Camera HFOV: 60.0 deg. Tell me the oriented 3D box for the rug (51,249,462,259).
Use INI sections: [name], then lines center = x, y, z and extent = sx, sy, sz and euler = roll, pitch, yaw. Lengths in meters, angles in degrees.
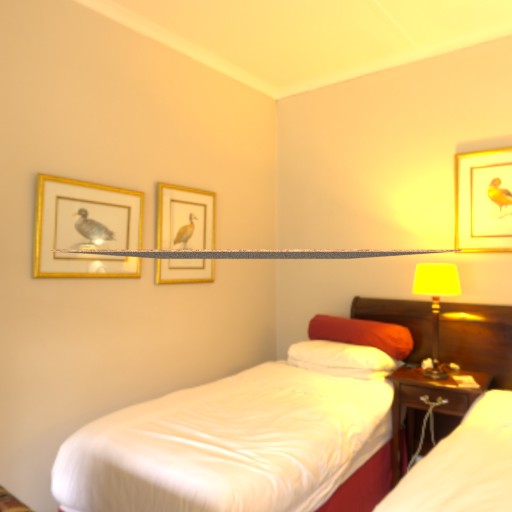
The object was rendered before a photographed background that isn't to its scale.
[rug]
center = 0.000, 0.000, 4.222
extent = 2.438, 0.012, 3.200
euler = 0, -1, 0
